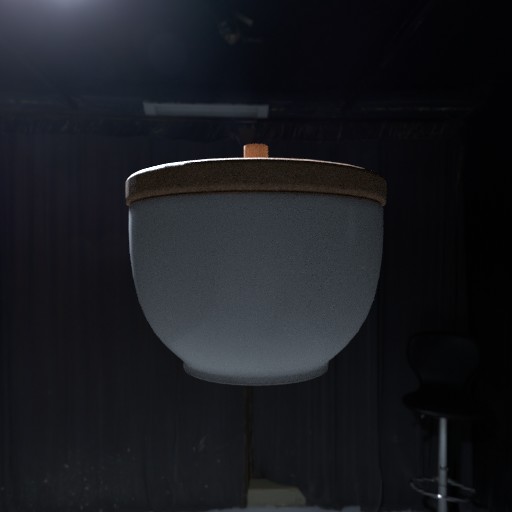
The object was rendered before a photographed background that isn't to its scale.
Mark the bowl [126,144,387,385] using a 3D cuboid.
[{"bbox_3d":[0.000,0.000,0.223,0.126,0.110,0.126,0,0,0],"label":"bowl"}]
